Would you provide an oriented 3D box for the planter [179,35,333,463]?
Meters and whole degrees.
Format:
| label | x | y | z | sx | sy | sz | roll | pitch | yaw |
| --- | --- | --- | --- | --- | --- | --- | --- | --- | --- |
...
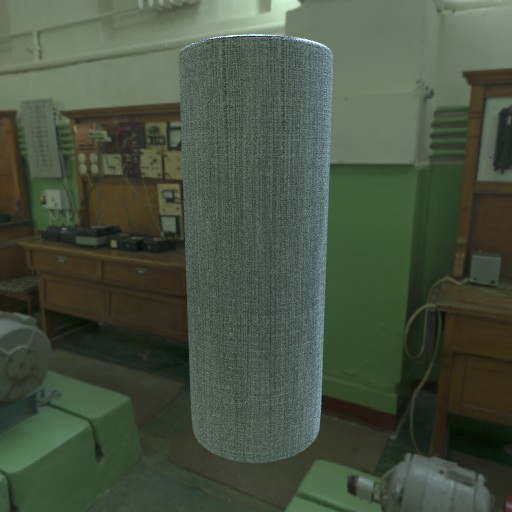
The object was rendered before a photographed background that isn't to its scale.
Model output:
| label | x | y | z | sx | sy | sz | roll | pitch | yaw |
| --- | --- | --- | --- | --- | --- | --- | --- | --- | --- |
| planter | 0.000 | 0.000 | 0.319 | 0.100 | 0.270 | 0.100 | 6 | 14 | 26 |
